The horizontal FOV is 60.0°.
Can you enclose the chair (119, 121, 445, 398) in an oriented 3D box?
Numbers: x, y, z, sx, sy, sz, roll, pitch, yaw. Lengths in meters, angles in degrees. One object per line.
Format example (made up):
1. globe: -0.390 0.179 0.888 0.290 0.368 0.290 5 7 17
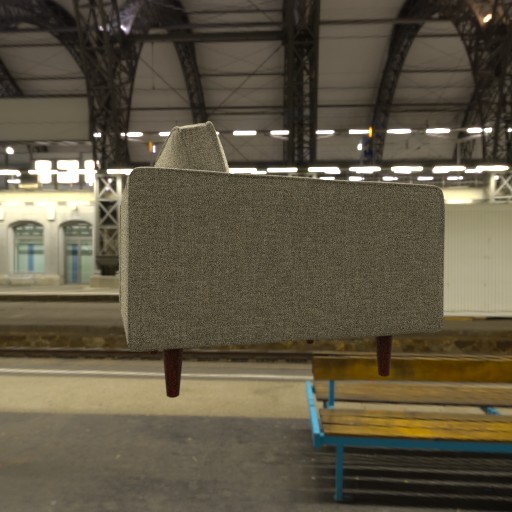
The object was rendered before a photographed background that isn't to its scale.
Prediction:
1. chair: 0.000 0.000 1.572 0.914 0.765 0.889 0 0 -18
